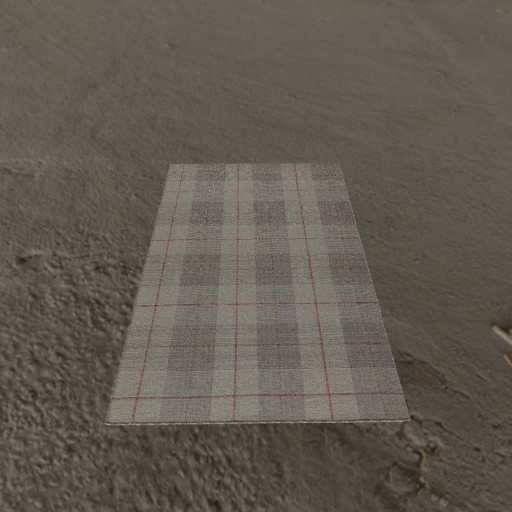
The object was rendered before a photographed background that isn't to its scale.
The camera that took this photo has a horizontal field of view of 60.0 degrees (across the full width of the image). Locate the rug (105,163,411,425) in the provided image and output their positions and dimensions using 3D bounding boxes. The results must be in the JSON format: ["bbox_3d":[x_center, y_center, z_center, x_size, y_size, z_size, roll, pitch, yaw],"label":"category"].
[{"bbox_3d":[0.000,0.000,3.116,1.549,0.010,2.464,-1,43,-1],"label":"rug"}]
